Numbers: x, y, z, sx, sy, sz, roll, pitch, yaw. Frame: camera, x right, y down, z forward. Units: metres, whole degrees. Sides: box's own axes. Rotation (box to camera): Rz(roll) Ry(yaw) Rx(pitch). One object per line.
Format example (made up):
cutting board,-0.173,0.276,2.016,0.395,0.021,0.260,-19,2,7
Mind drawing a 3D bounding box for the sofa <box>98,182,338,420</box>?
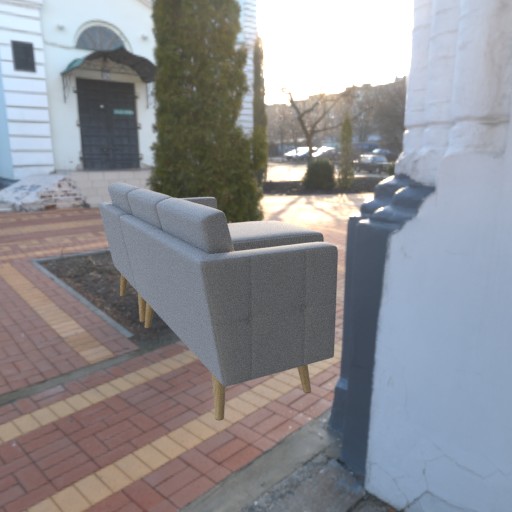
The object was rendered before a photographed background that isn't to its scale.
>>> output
sofa,0.000,0.000,2.787,1.530,0.860,2.040,-7,15,-28
